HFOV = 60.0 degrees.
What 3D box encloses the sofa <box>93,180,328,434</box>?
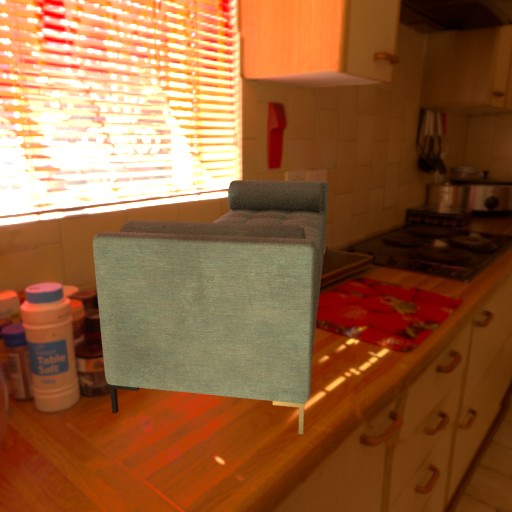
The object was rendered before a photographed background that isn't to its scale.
[{"bbox_3d":[0.000,0.000,2.317,0.686,0.635,1.981,3,15,10],"label":"sofa"}]
